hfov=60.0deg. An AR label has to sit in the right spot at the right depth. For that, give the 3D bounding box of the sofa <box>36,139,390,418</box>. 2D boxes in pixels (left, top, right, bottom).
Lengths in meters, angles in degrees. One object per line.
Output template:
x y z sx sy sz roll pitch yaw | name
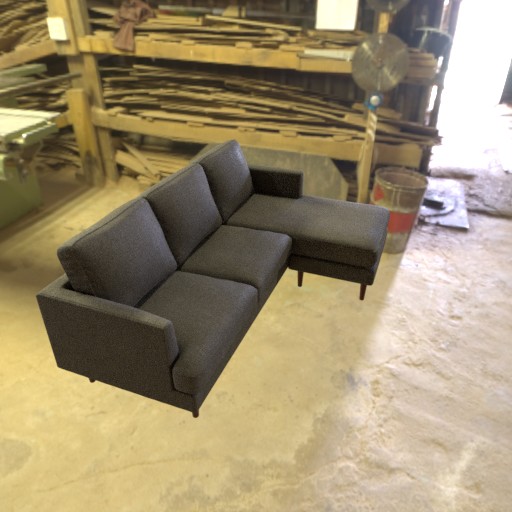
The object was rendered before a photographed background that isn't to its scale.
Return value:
0.000 0.000 2.959 1.504 0.956 2.233 11 32 18 | sofa
